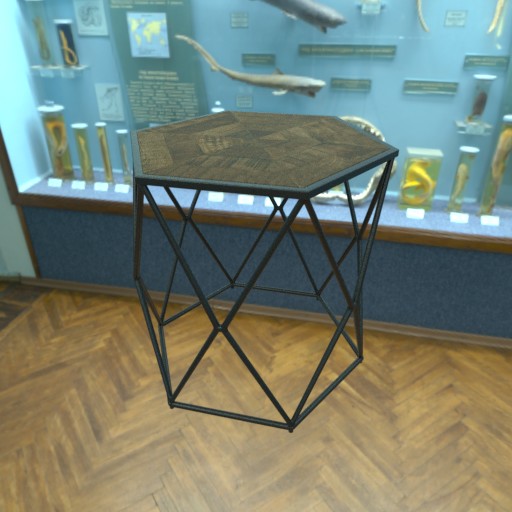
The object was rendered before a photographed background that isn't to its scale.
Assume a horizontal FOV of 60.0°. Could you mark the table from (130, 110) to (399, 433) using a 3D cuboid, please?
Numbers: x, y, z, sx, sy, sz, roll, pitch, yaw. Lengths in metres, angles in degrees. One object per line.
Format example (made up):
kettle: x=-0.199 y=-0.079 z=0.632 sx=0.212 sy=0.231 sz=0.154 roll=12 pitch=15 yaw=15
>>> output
table: x=0.000 y=0.000 z=1.069 sx=0.578 sy=0.564 sz=0.579 roll=7 pitch=31 yaw=12
